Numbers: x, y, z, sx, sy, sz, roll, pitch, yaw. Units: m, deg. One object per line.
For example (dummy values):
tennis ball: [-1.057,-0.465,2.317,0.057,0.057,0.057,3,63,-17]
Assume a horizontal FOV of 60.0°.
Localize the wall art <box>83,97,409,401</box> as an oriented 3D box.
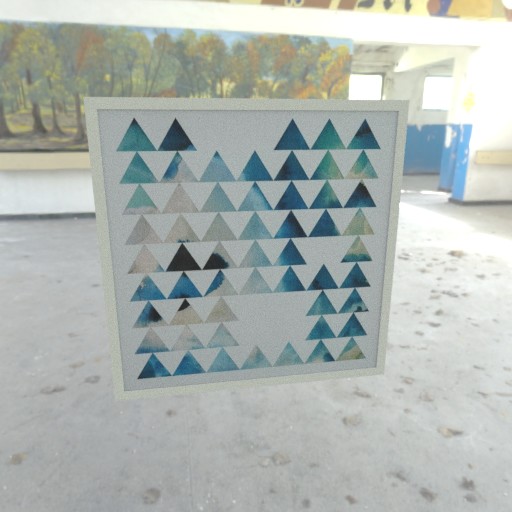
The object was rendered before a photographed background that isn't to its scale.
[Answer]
wall art: [0.000,0.000,1.208,0.809,0.809,0.012,-3,17,-9]
